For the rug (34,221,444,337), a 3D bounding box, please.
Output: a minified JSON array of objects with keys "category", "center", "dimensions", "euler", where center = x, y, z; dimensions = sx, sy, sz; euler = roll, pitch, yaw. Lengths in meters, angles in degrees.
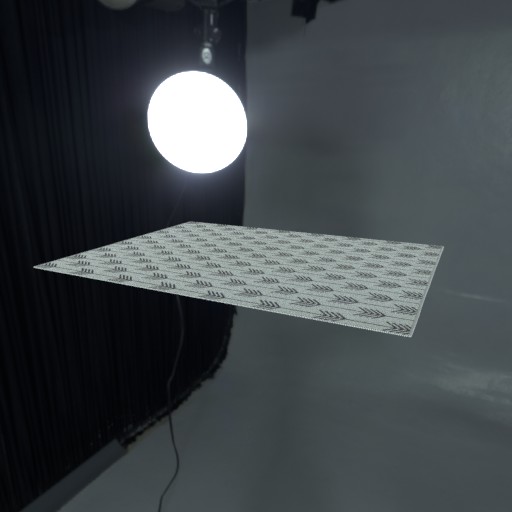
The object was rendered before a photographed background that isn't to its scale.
[{"category":"rug","center":[0.000,0.000,4.101],"dimensions":[3.061,0.010,2.330],"euler":[7,17,25]}]
